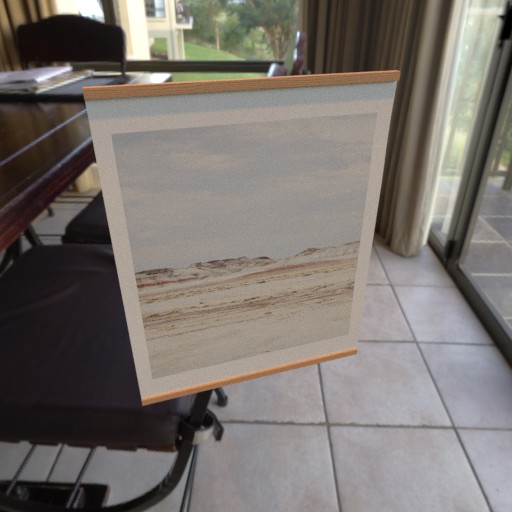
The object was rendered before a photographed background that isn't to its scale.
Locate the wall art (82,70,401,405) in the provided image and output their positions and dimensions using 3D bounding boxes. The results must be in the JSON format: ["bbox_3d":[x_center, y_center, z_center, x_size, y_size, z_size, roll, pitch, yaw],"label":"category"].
[{"bbox_3d":[0.000,0.000,0.673,0.404,0.507,0.010,-9,32,-15],"label":"wall art"}]
